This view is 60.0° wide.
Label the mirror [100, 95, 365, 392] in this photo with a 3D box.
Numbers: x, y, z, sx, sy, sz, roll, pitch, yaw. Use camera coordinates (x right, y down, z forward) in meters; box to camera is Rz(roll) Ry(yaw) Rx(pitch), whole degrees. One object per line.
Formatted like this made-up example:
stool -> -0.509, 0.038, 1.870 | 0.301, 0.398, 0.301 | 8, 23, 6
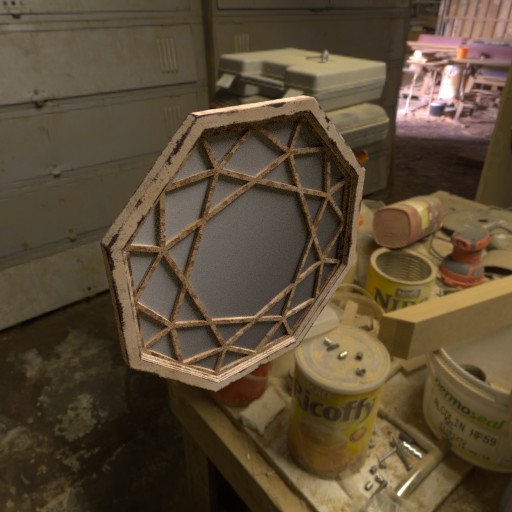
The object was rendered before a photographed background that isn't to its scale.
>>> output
mirror -> 0.000, 0.000, 0.982 | 0.648, 0.648, 0.031 | -21, 36, -32
